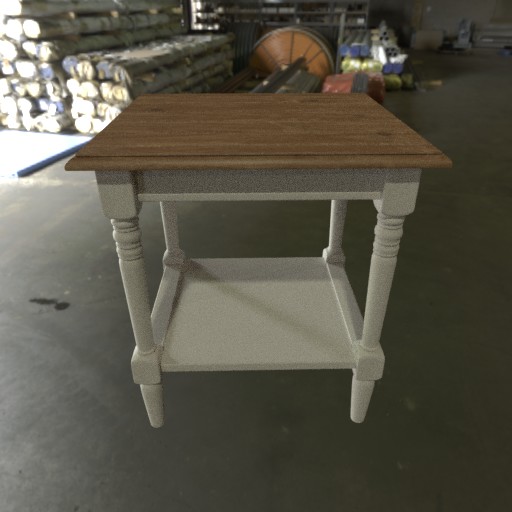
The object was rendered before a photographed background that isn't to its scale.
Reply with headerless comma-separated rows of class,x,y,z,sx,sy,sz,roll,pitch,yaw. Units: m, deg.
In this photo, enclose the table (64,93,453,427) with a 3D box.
table,0.000,0.000,0.910,0.508,0.561,0.457,-1,30,-1
